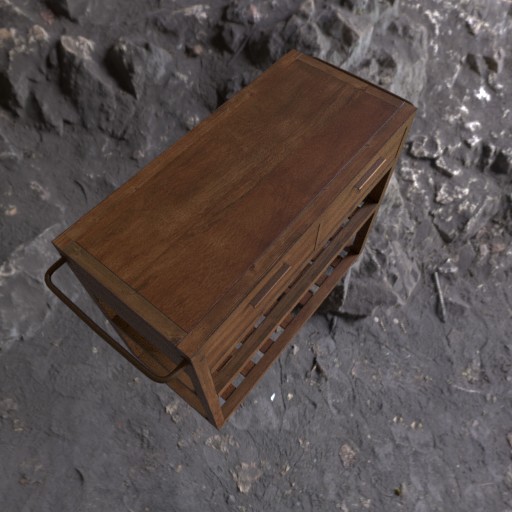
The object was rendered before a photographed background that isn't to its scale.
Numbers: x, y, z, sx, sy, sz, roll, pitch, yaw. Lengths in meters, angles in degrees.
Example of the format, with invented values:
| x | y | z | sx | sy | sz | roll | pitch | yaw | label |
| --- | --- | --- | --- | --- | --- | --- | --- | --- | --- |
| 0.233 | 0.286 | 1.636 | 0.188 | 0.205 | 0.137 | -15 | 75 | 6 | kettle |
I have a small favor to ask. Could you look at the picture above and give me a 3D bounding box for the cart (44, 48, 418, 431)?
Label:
| x | y | z | sx | sy | sz | roll | pitch | yaw | label |
| --- | --- | --- | --- | --- | --- | --- | --- | --- | --- |
| 0.000 | 0.000 | 1.460 | 0.445 | 0.830 | 1.065 | 35 | 65 | 19 | cart |
